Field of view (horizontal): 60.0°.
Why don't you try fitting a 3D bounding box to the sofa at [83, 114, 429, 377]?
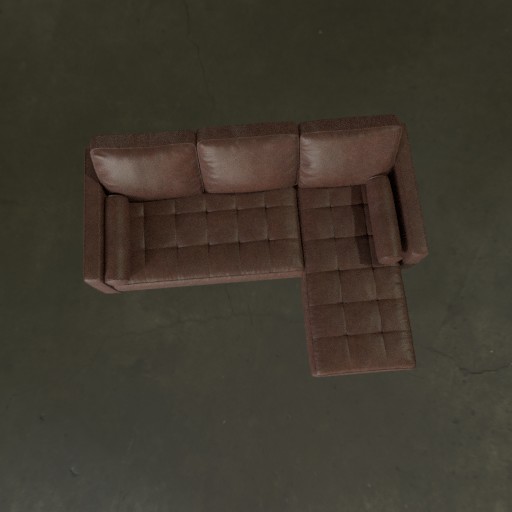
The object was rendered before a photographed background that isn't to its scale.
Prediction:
[{"bbox_3d":[0.000,0.000,2.935,2.185,0.841,1.613,-5,76,-1],"label":"sofa"}]
